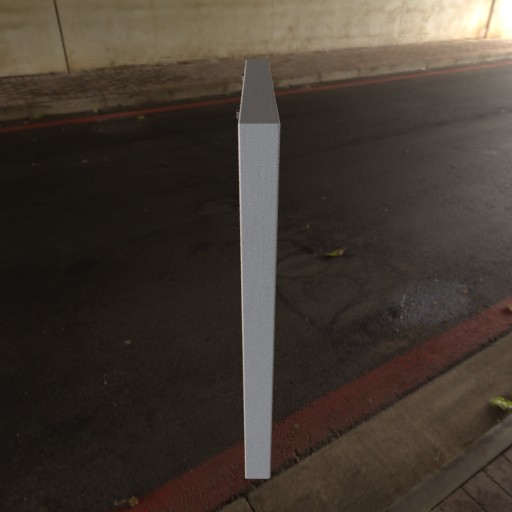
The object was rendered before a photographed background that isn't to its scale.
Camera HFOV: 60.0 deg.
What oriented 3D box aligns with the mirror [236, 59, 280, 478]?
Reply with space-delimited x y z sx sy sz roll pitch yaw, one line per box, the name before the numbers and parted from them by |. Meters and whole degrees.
mirror | 0.000 0.000 0.684 0.041 0.508 0.405 0 31 0
